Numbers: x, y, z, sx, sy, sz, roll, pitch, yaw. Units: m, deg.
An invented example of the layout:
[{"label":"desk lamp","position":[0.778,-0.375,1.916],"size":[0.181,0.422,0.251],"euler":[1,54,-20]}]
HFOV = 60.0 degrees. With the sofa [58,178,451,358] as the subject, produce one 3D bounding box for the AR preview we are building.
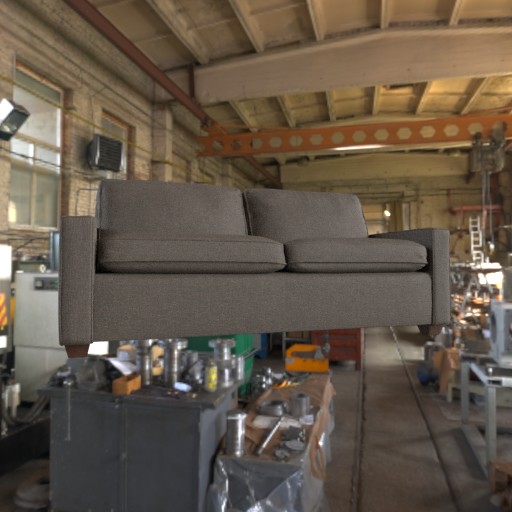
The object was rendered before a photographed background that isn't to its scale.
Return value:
[{"label":"sofa","position":[0.000,0.000,2.601],"size":[2.080,0.919,0.940],"euler":[0,-1,-19]}]
